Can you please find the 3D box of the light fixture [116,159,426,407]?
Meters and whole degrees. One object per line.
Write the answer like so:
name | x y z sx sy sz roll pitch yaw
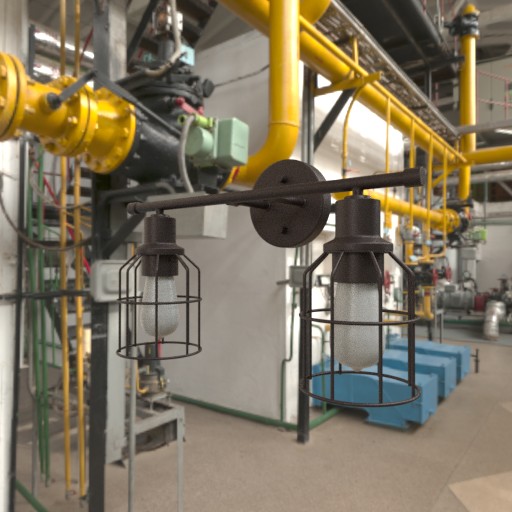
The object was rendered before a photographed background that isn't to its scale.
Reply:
light fixture | 0.000 0.000 0.531 0.406 0.254 0.165 0 -1 37
